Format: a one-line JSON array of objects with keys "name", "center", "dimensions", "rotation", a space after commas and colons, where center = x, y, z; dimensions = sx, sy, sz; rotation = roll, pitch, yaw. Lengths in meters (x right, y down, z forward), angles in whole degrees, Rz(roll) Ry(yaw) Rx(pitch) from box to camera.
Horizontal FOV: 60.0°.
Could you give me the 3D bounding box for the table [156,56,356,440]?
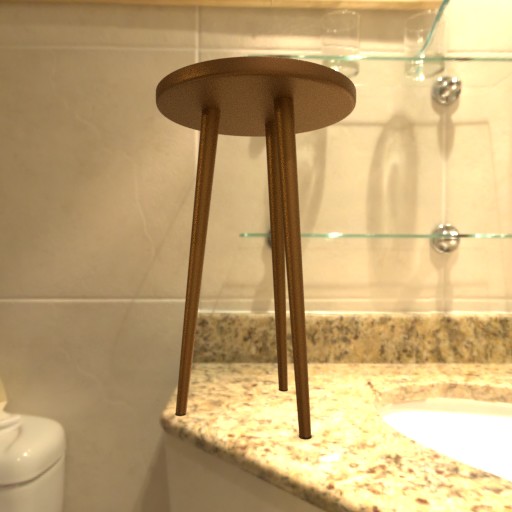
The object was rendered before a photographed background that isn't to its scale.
[{"name": "table", "center": [0.000, 0.000, 0.680], "dimensions": [0.299, 0.480, 0.299], "rotation": [-1, 1, -38]}]
